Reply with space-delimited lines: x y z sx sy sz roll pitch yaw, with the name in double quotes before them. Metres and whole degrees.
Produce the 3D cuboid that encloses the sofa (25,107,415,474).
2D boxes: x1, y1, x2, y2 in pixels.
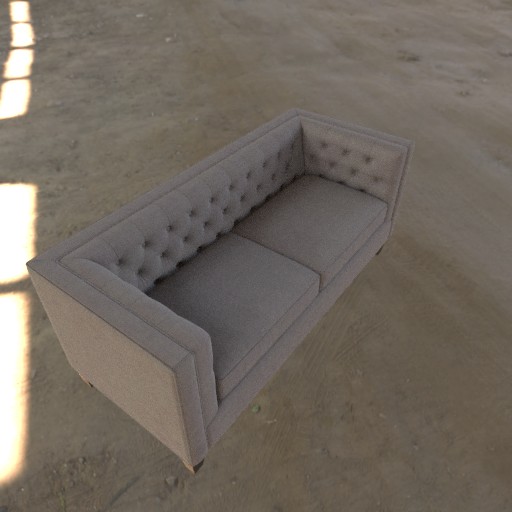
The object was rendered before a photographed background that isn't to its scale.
"sofa" 0.000 0.000 2.203 0.775 0.762 1.778 26 47 27
